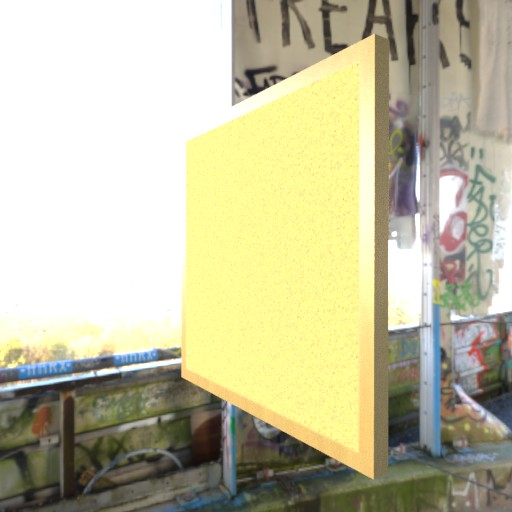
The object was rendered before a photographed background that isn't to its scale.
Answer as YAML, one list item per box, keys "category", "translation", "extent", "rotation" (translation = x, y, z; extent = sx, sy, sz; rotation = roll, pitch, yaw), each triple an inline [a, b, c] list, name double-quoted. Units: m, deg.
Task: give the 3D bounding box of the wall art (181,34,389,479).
- category: "wall art"
  translation: [0.000, 0.000, 2.745]
  extent: [0.097, 1.936, 1.935]
  rotation: [0, 1, -35]
